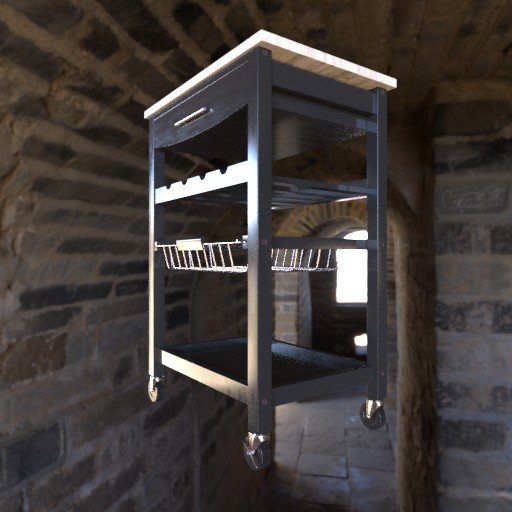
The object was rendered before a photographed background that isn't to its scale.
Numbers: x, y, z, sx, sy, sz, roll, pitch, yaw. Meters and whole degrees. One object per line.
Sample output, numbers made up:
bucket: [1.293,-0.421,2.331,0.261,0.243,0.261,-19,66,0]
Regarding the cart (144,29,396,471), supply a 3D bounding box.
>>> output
cart: [0.000,0.000,1.172,0.403,0.839,0.584,0,0,-36]
